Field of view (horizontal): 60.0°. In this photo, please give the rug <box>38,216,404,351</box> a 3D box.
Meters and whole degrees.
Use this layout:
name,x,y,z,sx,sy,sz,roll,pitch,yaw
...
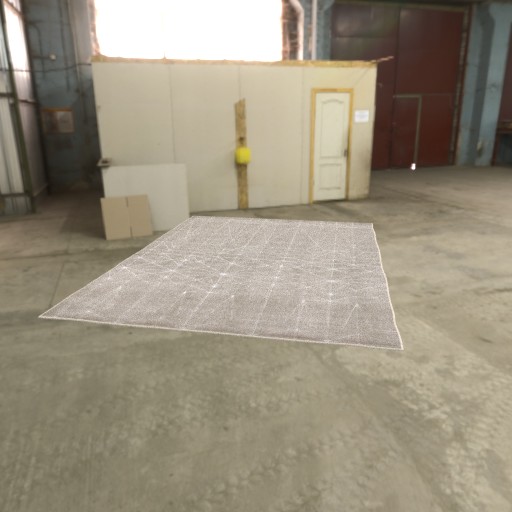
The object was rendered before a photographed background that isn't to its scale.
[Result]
name,x,y,z,sx,sy,sz,roll,pitch,yaw
rug,0.000,0.000,4.423,2.449,0.019,3.357,3,18,10
